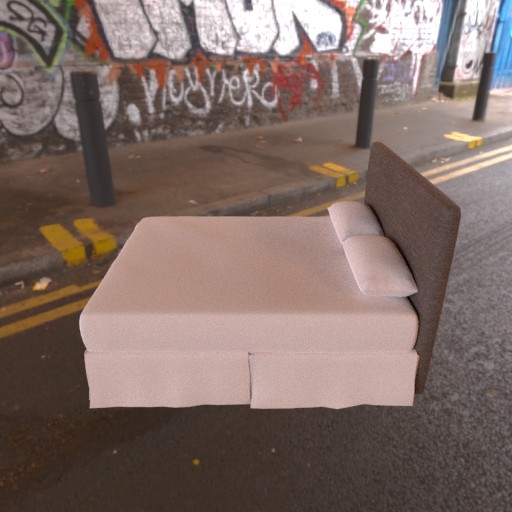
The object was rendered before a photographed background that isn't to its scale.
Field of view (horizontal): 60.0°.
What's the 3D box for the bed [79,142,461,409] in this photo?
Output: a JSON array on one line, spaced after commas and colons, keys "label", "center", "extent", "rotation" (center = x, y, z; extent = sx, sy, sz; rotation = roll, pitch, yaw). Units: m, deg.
[{"label": "bed", "center": [0.000, 0.000, 3.238], "extent": [2.142, 1.330, 1.723], "rotation": [0, 26, 0]}]
